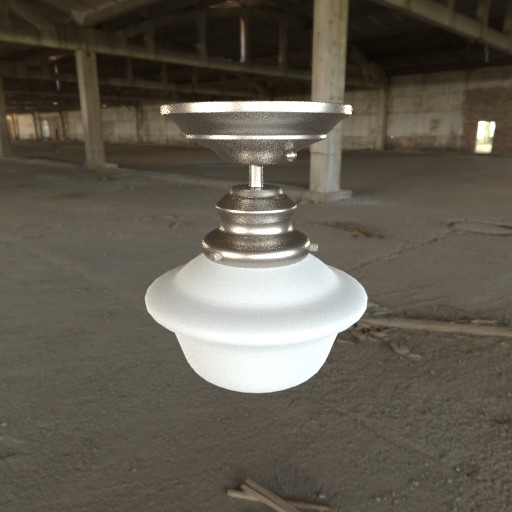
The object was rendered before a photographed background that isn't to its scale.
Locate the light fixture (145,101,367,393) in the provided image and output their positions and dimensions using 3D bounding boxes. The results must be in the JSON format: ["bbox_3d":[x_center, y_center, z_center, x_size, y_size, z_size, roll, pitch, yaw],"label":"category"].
[{"bbox_3d":[0.000,0.000,0.396,0.199,0.254,0.199,0,16,0],"label":"light fixture"}]
